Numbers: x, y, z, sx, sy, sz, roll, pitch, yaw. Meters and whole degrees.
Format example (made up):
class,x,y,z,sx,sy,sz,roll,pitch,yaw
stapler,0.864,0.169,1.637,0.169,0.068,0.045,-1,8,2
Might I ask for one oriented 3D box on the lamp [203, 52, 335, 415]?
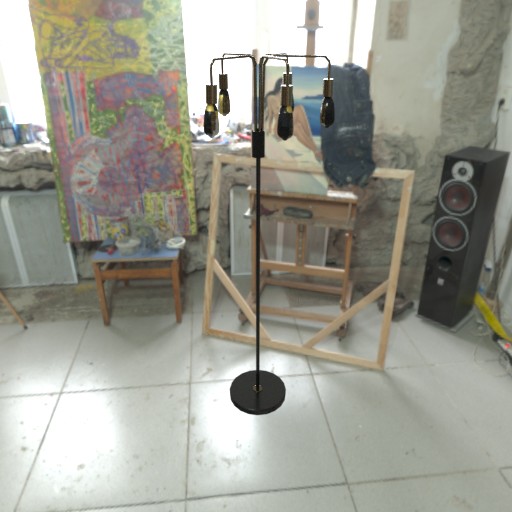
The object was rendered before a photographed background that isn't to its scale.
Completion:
class,x,y,z,sx,sy,sz,roll,pitch,yaw
lamp,0.000,0.000,2.075,0.572,1.721,0.599,-18,32,-31
